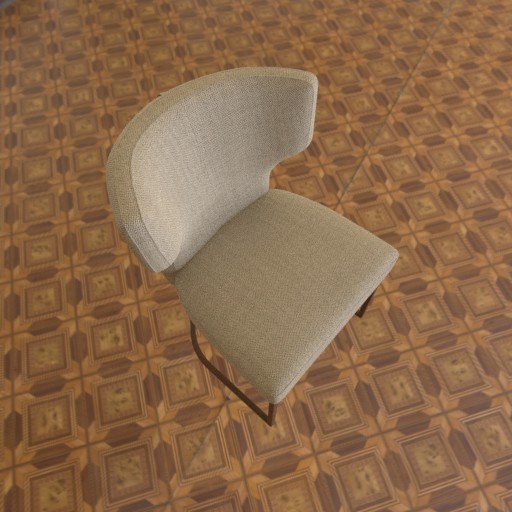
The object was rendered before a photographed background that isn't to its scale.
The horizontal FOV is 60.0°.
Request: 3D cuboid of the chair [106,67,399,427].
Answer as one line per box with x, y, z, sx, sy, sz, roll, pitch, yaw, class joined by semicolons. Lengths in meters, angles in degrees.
0.000;0.000;1.263;0.617;0.824;0.611;37;65;20;chair
